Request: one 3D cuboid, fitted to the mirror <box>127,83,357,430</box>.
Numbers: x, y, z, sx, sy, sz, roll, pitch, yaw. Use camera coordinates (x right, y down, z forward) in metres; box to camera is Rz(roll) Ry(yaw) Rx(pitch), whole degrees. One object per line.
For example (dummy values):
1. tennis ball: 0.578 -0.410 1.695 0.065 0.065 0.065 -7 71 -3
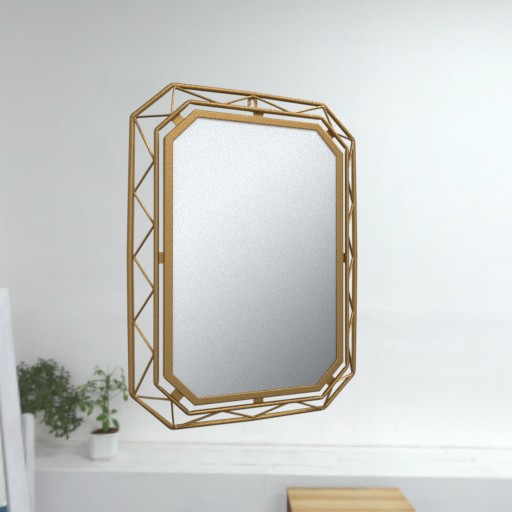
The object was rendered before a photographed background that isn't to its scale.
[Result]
1. mirror: 0.000 0.000 0.746 0.417 0.566 0.042 0 0 -20
